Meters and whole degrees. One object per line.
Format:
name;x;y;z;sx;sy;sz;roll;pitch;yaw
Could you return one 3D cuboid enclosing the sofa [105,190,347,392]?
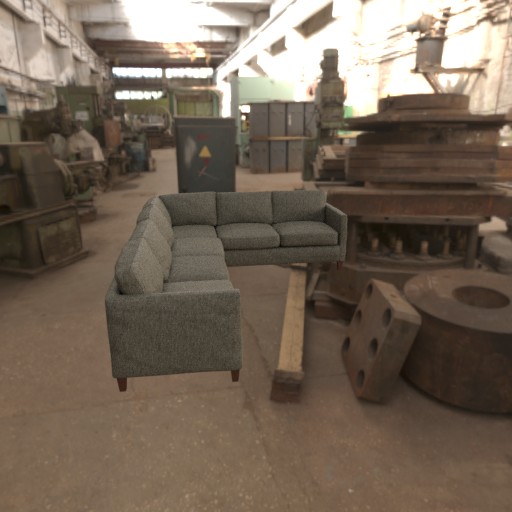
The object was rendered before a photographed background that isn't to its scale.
sofa;0.000;0.000;4.690;2.593;0.947;3.302;-3;17;-9
